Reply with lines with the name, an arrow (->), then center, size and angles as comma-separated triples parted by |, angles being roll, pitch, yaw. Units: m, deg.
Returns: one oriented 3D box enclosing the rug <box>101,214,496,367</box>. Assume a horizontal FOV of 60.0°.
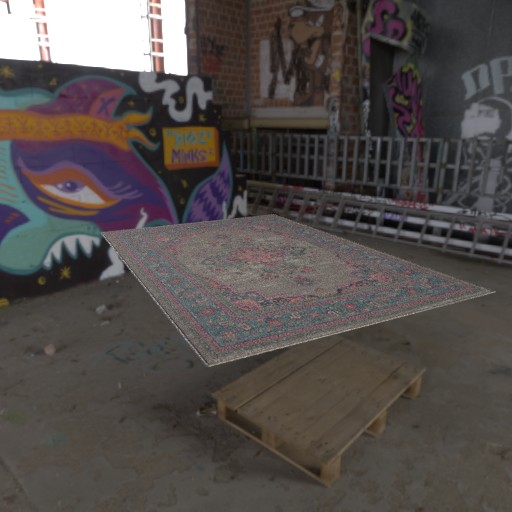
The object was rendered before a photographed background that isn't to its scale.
rug -> 0.000, 0.000, 3.653 | 2.005, 0.013, 2.890 | -8, 19, -26
